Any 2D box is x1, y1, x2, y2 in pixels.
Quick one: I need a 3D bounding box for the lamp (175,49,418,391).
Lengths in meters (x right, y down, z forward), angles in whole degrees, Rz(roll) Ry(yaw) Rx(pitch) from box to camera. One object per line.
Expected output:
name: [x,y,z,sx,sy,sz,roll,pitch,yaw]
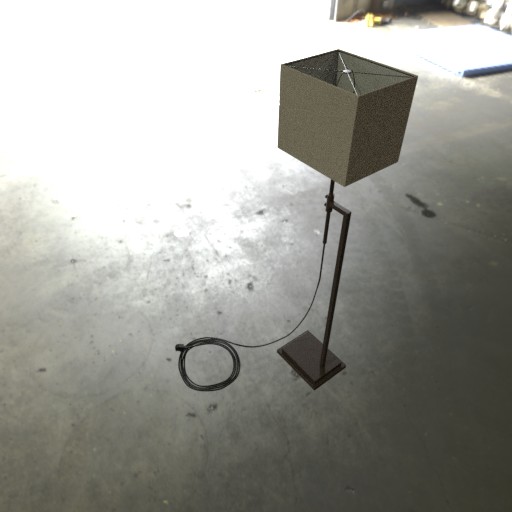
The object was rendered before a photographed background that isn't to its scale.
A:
lamp: [0.000,0.000,1.972,0.774,1.600,0.698,-27,48,-27]
